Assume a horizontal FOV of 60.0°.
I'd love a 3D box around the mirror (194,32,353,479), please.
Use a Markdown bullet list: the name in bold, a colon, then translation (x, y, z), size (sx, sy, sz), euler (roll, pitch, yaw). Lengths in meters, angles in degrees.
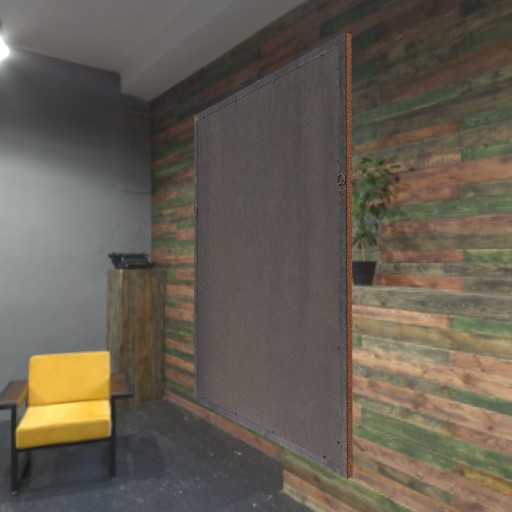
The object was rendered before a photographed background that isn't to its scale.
- **mirror**: translation (0.000, 0.000, 1.275), size (0.025, 0.996, 0.705), euler (1, -1, -36)
